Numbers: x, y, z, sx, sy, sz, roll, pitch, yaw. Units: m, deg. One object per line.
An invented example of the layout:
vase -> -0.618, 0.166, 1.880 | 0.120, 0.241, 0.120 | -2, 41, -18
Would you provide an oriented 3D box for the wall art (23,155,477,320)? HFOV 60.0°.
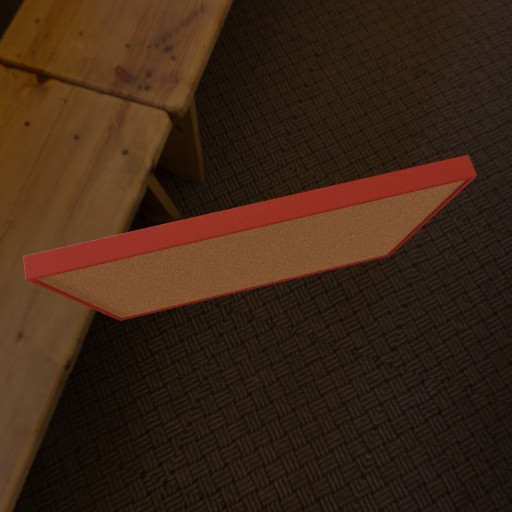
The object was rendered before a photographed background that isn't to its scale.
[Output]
wall art -> 0.000, 0.000, 0.778 | 0.607, 0.405, 0.033 | -13, 75, -4
